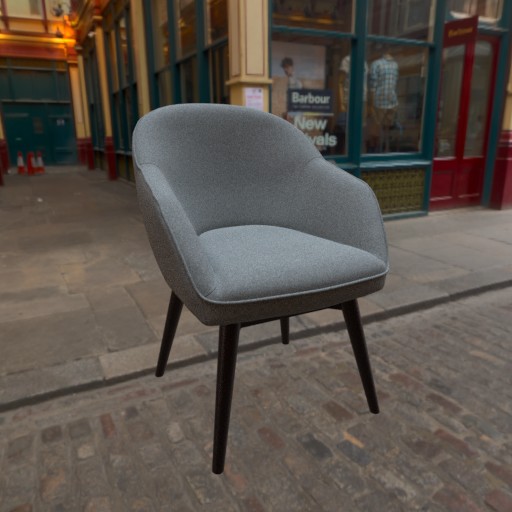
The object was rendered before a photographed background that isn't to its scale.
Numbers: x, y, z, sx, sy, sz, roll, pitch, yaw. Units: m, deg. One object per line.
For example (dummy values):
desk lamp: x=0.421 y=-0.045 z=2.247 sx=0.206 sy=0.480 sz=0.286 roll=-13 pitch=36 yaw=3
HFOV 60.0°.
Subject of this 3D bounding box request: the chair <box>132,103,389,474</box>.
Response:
chair: x=0.000 y=0.000 z=1.198 sx=0.589 sy=0.810 sz=0.611 roll=-8 pitch=18 yaw=-27
